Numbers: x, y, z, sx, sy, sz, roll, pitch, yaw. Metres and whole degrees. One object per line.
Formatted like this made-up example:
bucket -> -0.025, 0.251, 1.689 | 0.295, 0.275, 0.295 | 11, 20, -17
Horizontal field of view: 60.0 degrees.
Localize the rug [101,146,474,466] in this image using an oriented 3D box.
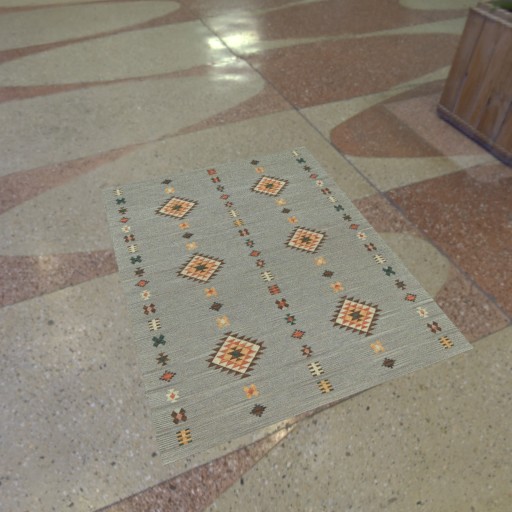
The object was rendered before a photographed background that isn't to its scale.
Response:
rug -> 0.000, 0.000, 4.086 | 2.425, 0.008, 3.035 | -15, 48, -14
